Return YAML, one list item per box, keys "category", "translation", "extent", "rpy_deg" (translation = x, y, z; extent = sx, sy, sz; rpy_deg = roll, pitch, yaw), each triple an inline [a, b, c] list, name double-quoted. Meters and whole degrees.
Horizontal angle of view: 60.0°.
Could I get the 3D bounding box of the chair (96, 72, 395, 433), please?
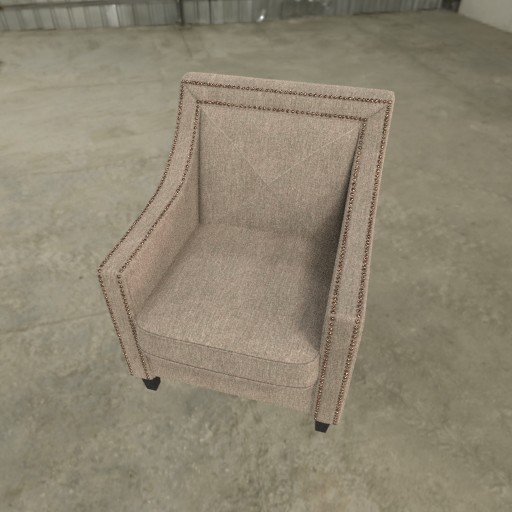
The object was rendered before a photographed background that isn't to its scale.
- category: "chair"
  translation: [0.000, 0.000, 1.592]
  extent: [0.776, 0.967, 0.884]
  rpy_deg: [10, 42, 11]
